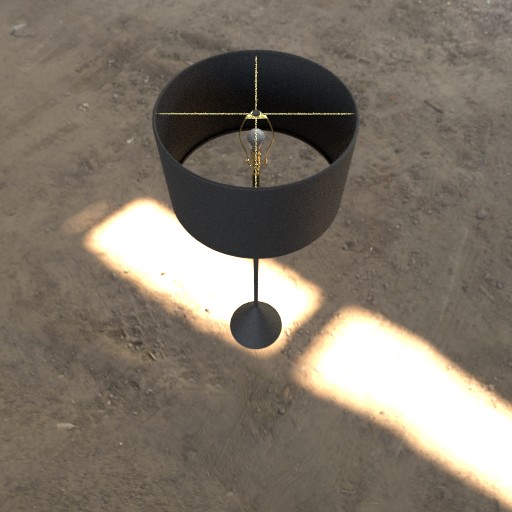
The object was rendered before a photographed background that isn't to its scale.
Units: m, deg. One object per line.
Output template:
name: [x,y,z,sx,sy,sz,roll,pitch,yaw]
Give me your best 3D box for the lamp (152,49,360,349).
lamp: [0.000,0.000,1.886,0.580,1.526,0.580,0,58,0]
